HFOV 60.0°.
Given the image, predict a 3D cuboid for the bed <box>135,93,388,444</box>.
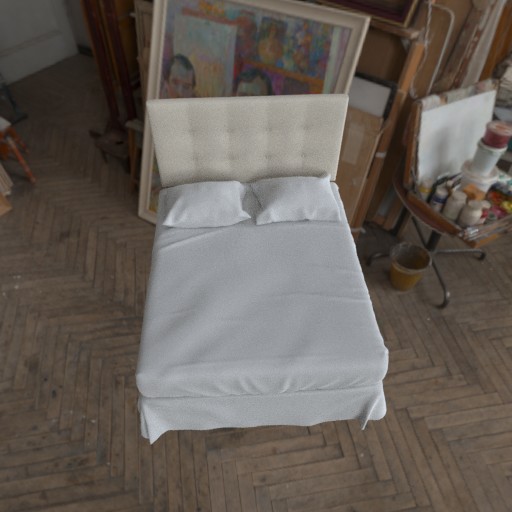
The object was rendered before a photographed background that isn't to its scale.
[{"bbox_3d":[0.000,0.000,3.452,1.936,1.577,2.222,-3,48,-2],"label":"bed"}]
